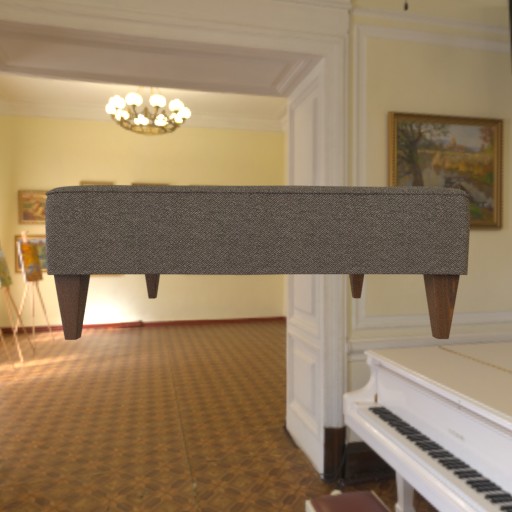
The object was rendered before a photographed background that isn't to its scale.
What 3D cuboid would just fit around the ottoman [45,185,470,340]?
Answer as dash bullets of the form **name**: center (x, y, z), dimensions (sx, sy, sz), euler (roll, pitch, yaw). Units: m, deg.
- **ottoman**: center (0.000, 0.000, 1.482), dimensions (0.981, 0.378, 0.970), euler (0, 1, -1)
